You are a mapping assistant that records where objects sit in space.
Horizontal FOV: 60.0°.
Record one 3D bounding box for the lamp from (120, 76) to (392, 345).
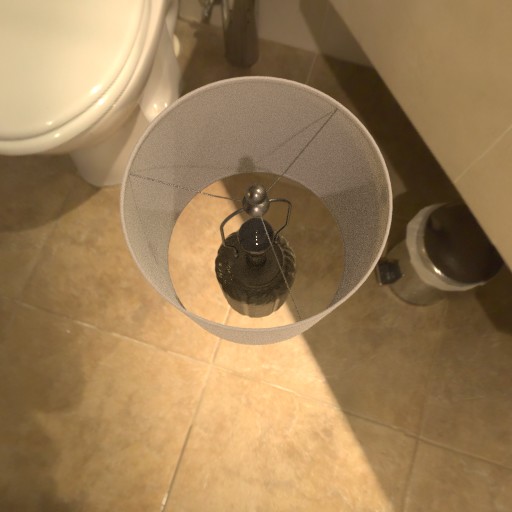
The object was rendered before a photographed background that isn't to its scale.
[{"bbox_3d":[0.000,0.000,0.512,0.203,0.389,0.203,-18,76,-5],"label":"lamp"}]
